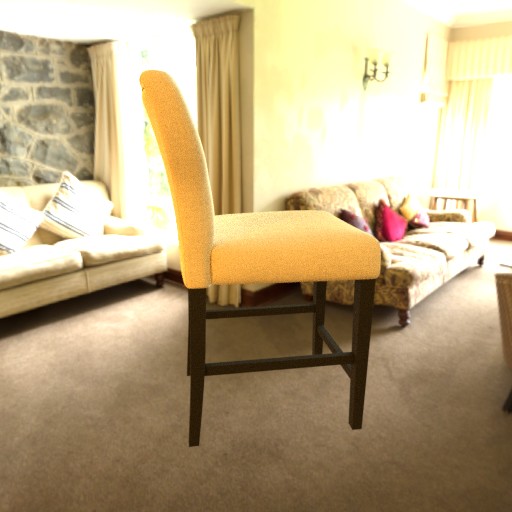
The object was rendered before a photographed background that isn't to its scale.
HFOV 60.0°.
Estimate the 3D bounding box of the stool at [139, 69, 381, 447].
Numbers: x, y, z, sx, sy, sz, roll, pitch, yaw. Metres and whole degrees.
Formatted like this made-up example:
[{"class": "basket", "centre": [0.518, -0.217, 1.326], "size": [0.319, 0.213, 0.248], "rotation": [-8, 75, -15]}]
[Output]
[{"class": "stool", "centre": [0.000, 0.000, 1.329], "size": [0.603, 0.972, 0.514], "rotation": [-2, 15, -9]}]
